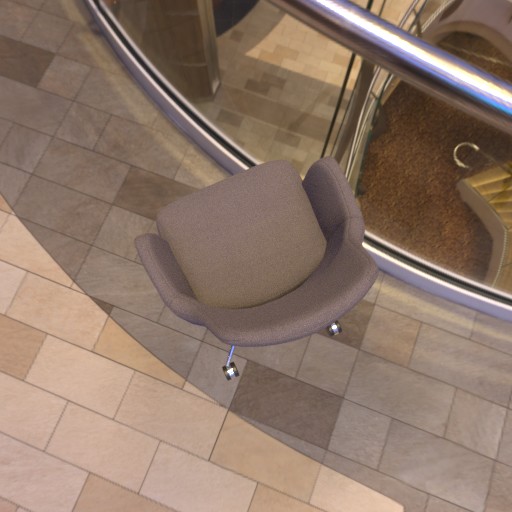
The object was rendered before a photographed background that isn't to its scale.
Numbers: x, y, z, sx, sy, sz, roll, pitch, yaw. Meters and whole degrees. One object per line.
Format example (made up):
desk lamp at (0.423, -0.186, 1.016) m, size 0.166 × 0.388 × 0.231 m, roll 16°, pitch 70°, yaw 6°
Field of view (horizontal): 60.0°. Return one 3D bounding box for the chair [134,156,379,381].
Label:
chair at (0.000, 0.000, 1.301) m, size 0.655 × 0.820 × 0.600 m, roll -24°, pitch 76°, yaw -6°
